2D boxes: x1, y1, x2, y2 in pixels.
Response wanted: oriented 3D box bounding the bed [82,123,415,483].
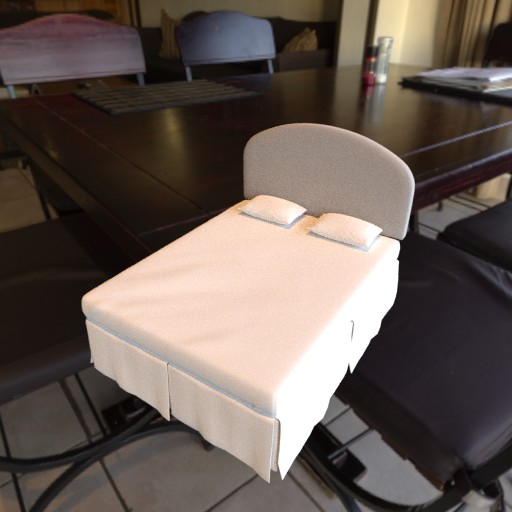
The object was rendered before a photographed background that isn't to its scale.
[{"bbox_3d":[0.000,0.000,3.126,1.607,1.410,2.005,19,36,28],"label":"bed"}]
